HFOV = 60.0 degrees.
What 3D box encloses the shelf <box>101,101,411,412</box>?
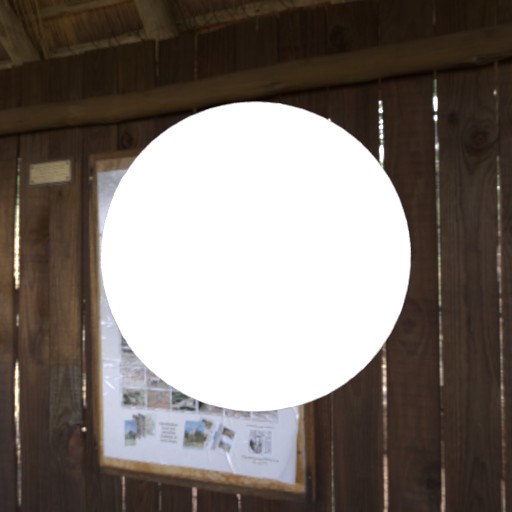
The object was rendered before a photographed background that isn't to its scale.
[{"bbox_3d":[0.000,0.000,1.227,0.806,0.807,0.158,0,-2,-1],"label":"shelf"}]
